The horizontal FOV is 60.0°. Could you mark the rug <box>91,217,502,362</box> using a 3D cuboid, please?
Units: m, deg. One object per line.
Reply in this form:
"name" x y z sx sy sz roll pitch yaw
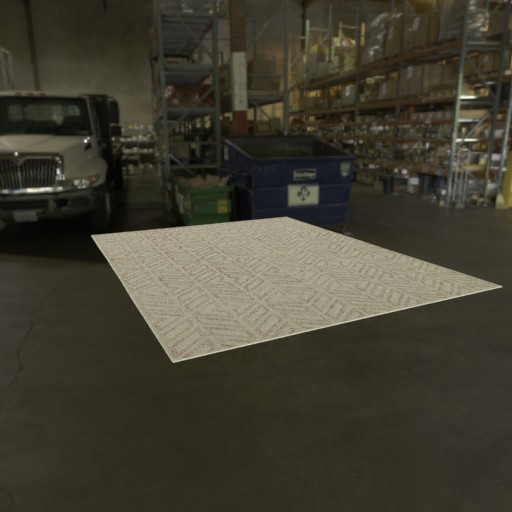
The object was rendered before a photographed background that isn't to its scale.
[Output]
"rug" 0.000 0.000 3.959 2.421 0.008 3.045 -8 17 -26
